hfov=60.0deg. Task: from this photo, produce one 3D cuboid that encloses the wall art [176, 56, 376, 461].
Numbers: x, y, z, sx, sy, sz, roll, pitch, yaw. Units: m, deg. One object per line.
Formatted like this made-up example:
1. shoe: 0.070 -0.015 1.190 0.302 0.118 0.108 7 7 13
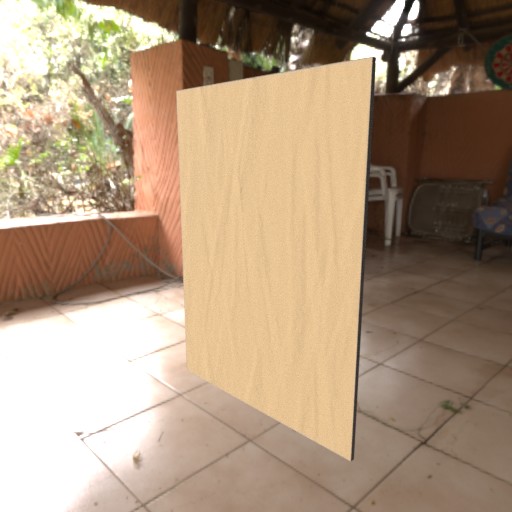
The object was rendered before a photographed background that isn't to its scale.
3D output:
1. wall art: 0.000 0.000 1.474 0.810 1.116 0.016 12 18 44
